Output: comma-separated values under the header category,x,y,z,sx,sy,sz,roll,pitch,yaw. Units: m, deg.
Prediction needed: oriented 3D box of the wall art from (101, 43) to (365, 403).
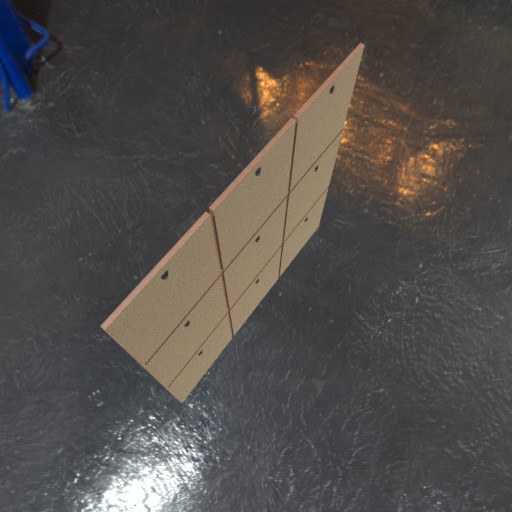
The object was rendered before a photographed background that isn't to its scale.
category,x,y,z,sx,sy,sz,roll,pitch,yaw
wall art,0.000,0.000,1.348,0.018,0.904,0.906,33,68,15
